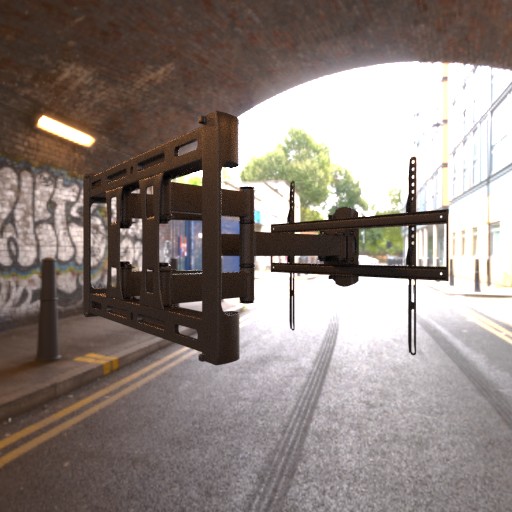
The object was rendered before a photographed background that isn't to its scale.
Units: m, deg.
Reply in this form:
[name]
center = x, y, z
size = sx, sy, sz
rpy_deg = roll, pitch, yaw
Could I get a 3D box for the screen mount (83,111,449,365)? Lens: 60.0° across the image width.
[screen mount]
center = 0.000, 0.000, 1.082
size = 0.644, 0.491, 0.661
rpy_deg = 0, 0, -37
